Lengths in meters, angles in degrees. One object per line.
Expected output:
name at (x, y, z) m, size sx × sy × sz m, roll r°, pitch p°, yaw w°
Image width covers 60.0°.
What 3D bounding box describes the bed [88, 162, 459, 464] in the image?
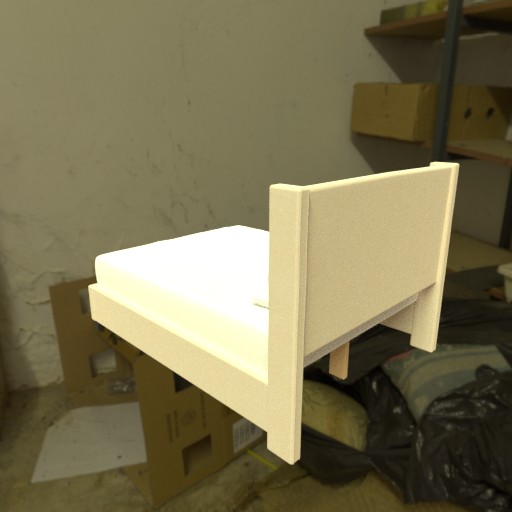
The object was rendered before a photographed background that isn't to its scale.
bed at (0.000, 0.000, 3.506) m, size 2.293 × 1.471 × 1.778 m, roll 16°, pitch 23°, yaw 43°
